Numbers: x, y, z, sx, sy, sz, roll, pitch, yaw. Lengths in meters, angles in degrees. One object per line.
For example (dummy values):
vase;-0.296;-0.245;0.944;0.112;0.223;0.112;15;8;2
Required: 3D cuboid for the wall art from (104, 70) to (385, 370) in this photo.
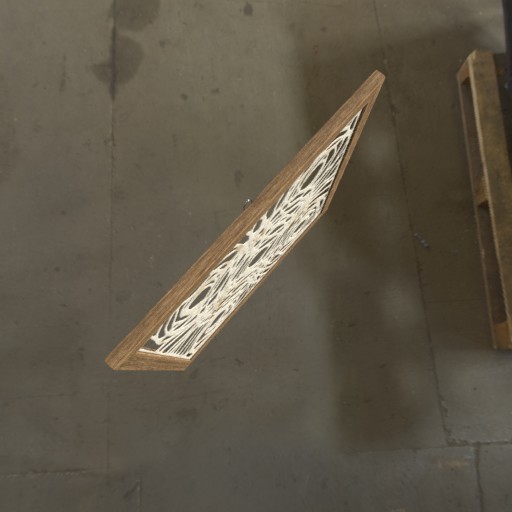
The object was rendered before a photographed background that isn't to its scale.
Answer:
wall art;0.000;0.000;0.869;0.021;0.576;0.561;40;79;10
